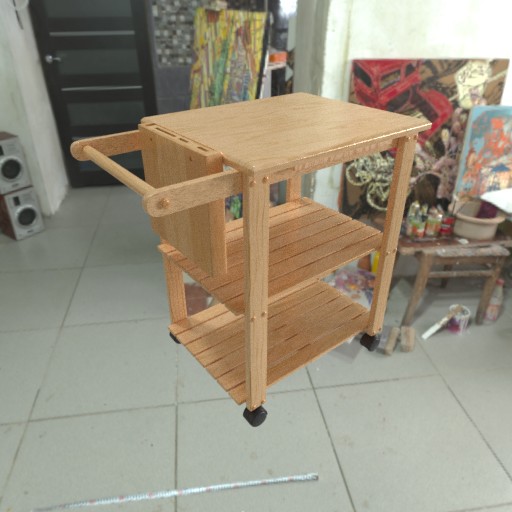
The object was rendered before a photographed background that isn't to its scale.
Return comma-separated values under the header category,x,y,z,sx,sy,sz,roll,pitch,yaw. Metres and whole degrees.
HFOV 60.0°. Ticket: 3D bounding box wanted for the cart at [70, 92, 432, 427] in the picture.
category,x,y,z,sx,sy,sz,roll,pitch,yaw
cart,0.000,0.000,1.373,0.843,0.816,0.520,-22,37,-32
